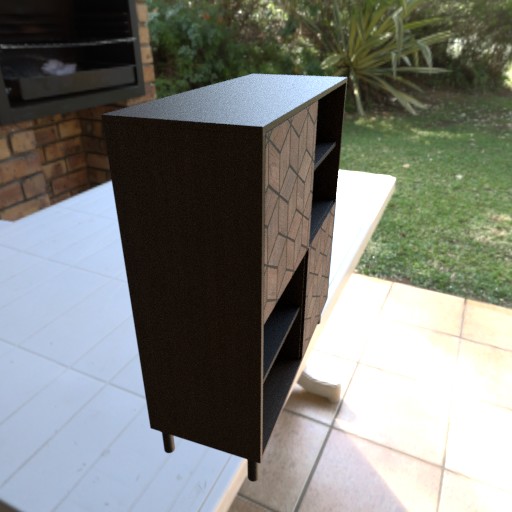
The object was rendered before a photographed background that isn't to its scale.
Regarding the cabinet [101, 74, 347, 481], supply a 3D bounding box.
[{"bbox_3d":[0.000,0.000,1.664,0.400,1.170,1.010,10,29,18],"label":"cabinet"}]
